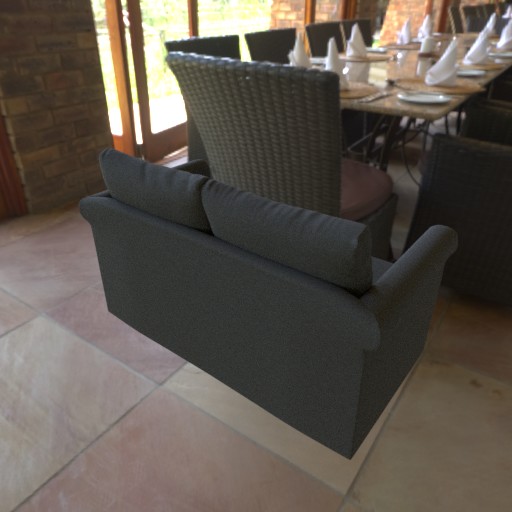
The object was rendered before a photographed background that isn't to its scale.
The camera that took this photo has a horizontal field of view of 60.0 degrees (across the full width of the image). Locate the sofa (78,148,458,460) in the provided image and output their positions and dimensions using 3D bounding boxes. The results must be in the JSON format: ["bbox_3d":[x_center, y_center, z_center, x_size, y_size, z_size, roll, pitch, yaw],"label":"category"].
[{"bbox_3d":[0.000,0.000,1.947,1.460,0.872,0.741,21,36,32],"label":"sofa"}]
